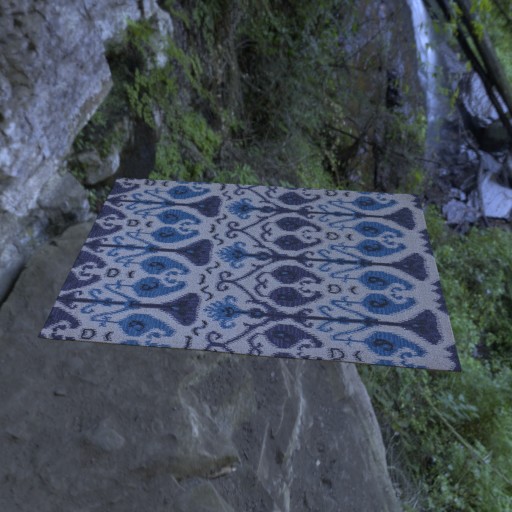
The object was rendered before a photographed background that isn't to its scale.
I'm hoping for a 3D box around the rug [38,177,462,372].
[{"bbox_3d":[0.000,0.000,2.117,1.698,0.013,1.072,4,47,4],"label":"rug"}]
